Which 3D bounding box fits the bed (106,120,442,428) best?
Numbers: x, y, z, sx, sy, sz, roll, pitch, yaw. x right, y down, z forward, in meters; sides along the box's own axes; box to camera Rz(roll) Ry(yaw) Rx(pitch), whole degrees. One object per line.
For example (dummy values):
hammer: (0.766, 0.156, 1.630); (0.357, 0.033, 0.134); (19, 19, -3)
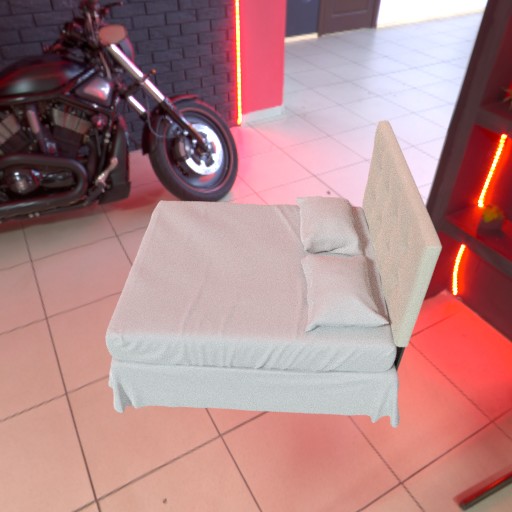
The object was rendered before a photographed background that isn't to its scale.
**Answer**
bed: (0.000, 0.000, 3.474); (2.222, 1.577, 1.936); (2, 40, 2)
